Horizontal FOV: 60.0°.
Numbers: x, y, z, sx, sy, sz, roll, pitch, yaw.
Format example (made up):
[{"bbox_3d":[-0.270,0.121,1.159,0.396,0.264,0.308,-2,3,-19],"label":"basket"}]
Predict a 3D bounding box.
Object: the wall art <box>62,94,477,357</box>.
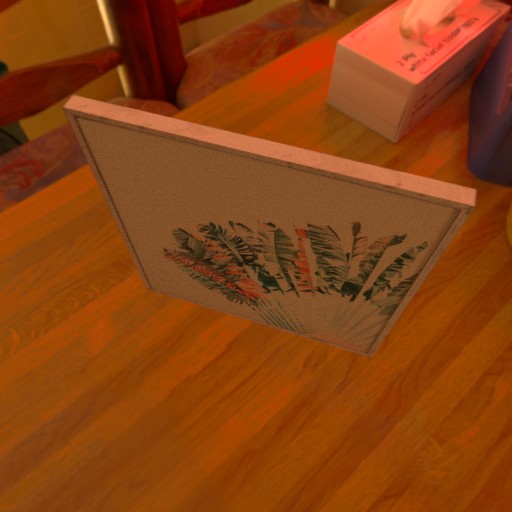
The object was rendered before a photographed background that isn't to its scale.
[{"bbox_3d":[0.000,0.000,1.112,0.760,0.757,0.038,16,60,9],"label":"wall art"}]
